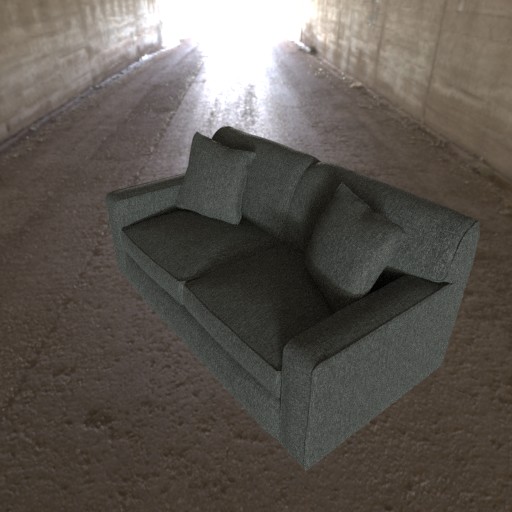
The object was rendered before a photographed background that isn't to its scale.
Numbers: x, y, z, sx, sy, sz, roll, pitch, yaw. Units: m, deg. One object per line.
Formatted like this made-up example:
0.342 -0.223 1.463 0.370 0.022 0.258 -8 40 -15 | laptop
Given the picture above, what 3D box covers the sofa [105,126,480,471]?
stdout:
0.000 0.000 2.399 0.998 0.958 1.846 -22 38 -31 | sofa
